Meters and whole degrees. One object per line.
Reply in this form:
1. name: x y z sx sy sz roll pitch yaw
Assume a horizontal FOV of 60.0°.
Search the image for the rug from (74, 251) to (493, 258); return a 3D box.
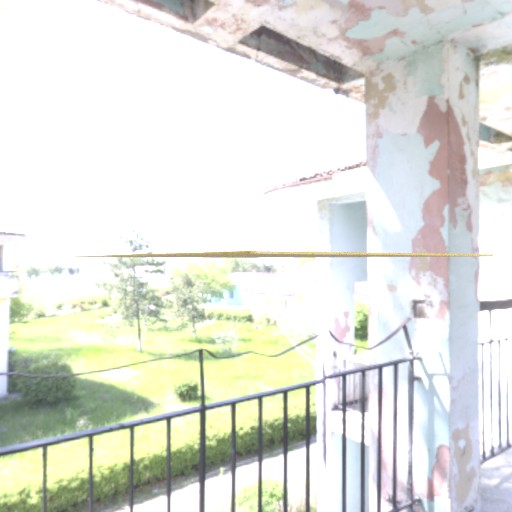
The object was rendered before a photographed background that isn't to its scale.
1. rug: 0.000 0.000 4.235 2.486 0.015 3.242 0 -1 -37
